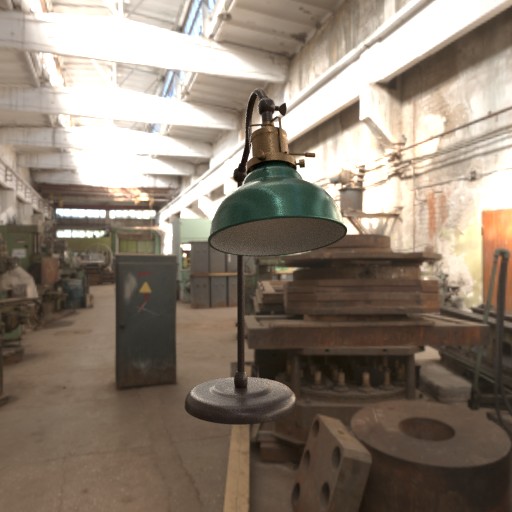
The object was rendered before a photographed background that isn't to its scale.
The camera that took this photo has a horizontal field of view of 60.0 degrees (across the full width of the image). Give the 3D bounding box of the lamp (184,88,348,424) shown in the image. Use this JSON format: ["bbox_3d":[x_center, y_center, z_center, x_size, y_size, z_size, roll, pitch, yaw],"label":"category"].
[{"bbox_3d":[0.000,0.000,0.677,0.192,0.508,0.374,0,0,-17],"label":"lamp"}]
